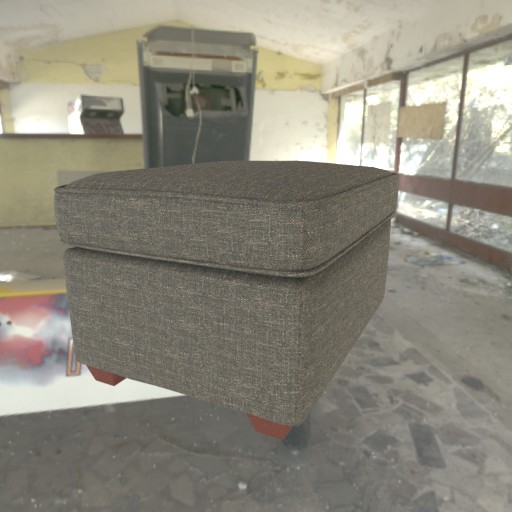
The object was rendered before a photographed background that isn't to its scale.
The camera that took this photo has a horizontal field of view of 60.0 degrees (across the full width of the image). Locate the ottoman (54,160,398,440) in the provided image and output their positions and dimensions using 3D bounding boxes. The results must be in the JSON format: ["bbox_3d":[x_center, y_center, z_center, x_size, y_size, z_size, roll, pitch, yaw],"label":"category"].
[{"bbox_3d":[0.000,0.000,1.076,0.549,0.450,0.749,7,16,26],"label":"ottoman"}]
